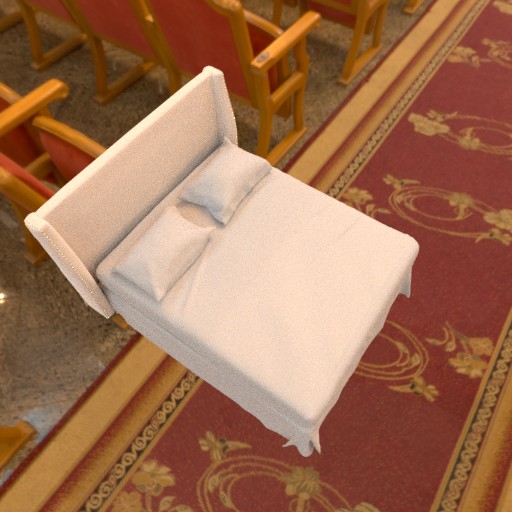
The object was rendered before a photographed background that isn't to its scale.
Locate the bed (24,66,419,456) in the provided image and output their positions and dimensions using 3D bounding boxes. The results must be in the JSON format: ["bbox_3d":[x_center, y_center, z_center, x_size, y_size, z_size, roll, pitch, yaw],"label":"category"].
[{"bbox_3d":[0.000,0.000,3.399,2.276,1.332,1.925,31,63,17],"label":"bed"}]
